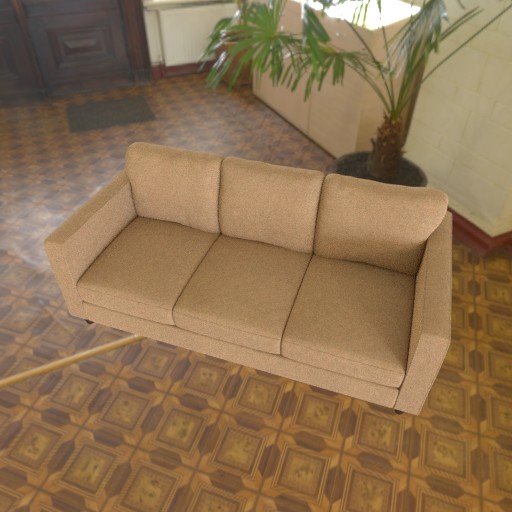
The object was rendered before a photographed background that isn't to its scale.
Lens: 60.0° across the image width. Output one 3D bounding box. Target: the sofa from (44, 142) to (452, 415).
[{"bbox_3d":[0.000,0.000,2.328,1.855,0.800,0.930,13,42,14],"label":"sofa"}]
